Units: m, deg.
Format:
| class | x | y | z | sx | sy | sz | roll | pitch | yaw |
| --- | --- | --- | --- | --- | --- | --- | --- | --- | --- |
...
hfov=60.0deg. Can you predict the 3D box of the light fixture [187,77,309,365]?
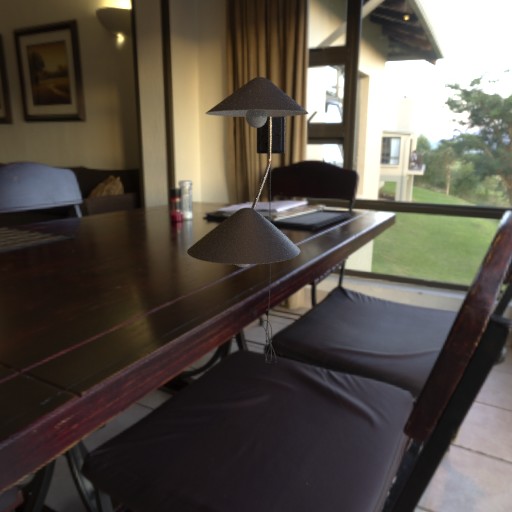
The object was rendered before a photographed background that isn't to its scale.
| class | x | y | z | sx | sy | sz | roll | pitch | yaw |
| --- | --- | --- | --- | --- | --- | --- | --- | --- | --- |
| light fixture | 0.000 | 0.000 | 0.866 | 0.189 | 0.665 | 0.422 | 2 | 14 | 10 |
